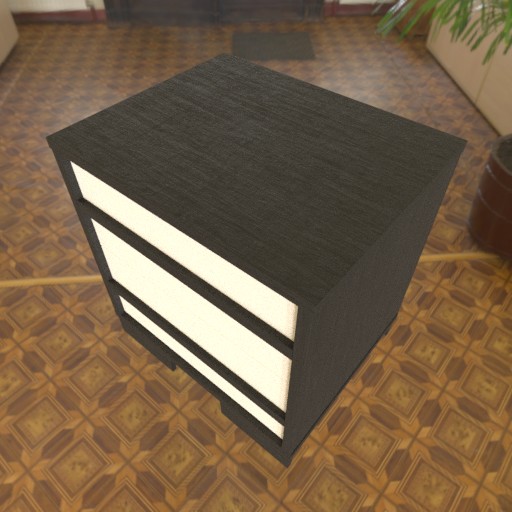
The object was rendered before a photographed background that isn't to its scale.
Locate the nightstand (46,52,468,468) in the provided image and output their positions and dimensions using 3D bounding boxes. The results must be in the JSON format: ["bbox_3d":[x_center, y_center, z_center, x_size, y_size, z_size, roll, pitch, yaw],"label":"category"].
[{"bbox_3d":[0.000,0.000,0.739,0.427,0.448,0.347,31,54,26],"label":"nightstand"}]
